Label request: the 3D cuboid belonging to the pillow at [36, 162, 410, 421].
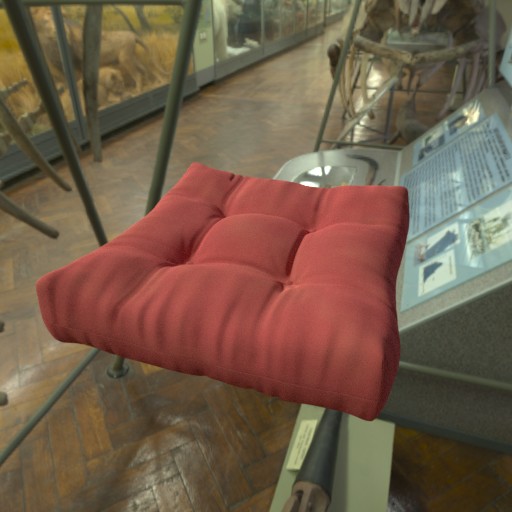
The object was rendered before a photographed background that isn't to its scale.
[{"bbox_3d":[0.000,0.000,0.723,0.468,0.128,0.490,10,33,15],"label":"pillow"}]
